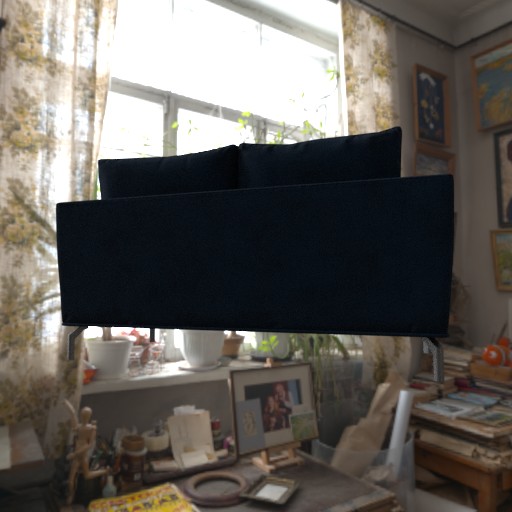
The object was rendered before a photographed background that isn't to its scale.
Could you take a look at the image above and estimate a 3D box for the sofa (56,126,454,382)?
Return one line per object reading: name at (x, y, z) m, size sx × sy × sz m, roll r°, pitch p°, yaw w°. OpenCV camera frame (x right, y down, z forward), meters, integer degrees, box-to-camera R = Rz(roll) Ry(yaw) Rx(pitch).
sofa at (0.000, 0.000, 2.236) m, size 1.770 × 1.002 × 0.853 m, roll -1°, pitch -4°, yaw 18°
